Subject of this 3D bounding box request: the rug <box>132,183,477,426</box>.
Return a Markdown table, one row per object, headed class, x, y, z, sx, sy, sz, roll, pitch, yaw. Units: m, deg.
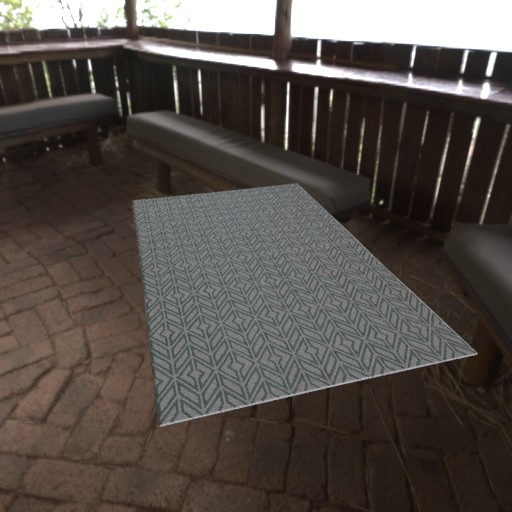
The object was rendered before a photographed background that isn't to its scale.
| class | x | y | z | sx | sy | sz | roll | pitch | yaw |
| --- | --- | --- | --- | --- | --- | --- | --- | --- | --- |
| rug | 0.000 | 0.000 | 2.968 | 1.517 | 0.011 | 2.435 | -8 | 31 | -14 |
